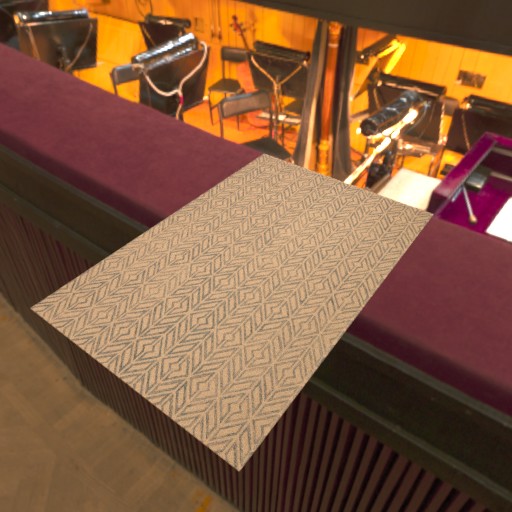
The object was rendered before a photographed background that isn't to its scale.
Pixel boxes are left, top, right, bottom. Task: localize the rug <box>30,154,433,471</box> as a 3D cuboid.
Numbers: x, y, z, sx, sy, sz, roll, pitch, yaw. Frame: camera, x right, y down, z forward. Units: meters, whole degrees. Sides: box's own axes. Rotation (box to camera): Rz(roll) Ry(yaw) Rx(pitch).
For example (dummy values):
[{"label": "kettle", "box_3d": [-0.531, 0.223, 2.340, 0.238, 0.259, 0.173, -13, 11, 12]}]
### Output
[{"label": "rug", "box_3d": [0.000, 0.000, 2.307, 1.220, 0.008, 1.824, 26, 48, 27]}]
